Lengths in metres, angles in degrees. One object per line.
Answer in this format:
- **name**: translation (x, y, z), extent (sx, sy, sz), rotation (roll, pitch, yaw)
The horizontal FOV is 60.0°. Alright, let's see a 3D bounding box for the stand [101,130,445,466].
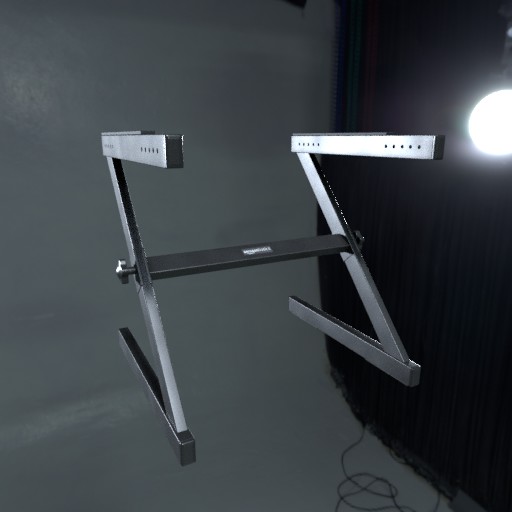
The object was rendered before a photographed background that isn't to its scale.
- **stand**: translation (0.000, 0.000, 1.146), extent (0.700, 0.617, 0.586), rotation (-8, 17, -27)
